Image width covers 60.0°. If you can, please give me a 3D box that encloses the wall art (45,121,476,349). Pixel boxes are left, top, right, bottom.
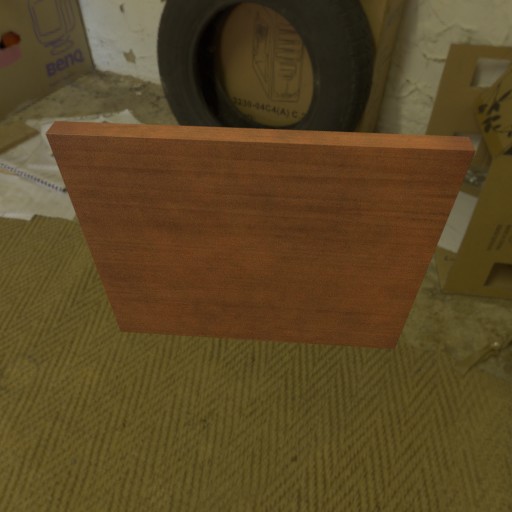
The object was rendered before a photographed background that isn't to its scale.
[{"bbox_3d":[0.000,0.000,0.748,0.558,0.457,0.033,3,46,3],"label":"wall art"}]
